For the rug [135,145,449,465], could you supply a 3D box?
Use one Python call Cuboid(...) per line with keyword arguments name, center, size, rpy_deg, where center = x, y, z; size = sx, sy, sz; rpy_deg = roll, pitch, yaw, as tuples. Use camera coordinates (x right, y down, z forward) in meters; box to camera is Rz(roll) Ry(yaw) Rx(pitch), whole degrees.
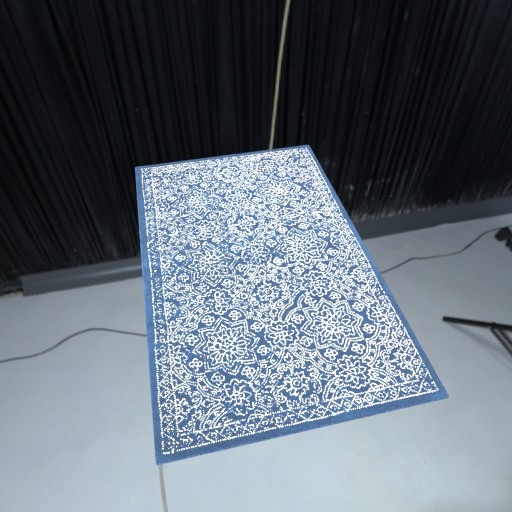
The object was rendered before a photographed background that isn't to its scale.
Cuboid(name="rug", center=(0.000, 0.000, 3.024), size=(1.526, 0.015, 2.441), rpy_deg=(-9, 47, -9))
